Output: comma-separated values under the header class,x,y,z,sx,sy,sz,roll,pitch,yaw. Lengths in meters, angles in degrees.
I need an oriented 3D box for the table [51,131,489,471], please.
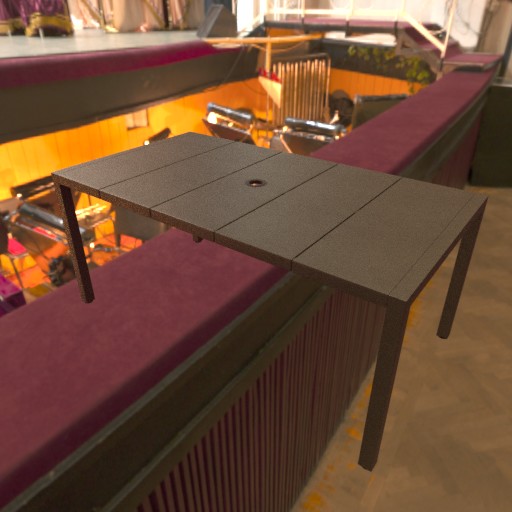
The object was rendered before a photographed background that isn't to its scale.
class,x,y,z,sx,sy,sz,roll,pitch,yaw
table,0.000,0.000,2.102,1.680,0.735,0.914,21,36,31
